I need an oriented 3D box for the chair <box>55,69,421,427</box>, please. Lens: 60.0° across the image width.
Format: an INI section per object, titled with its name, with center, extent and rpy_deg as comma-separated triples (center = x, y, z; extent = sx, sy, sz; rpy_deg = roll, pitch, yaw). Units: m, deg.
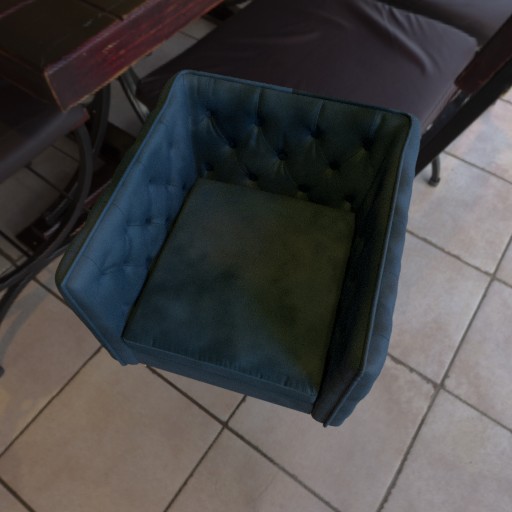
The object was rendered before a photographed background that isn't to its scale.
[chair]
center = 0.000, 0.000, 1.542
extent = 0.868, 0.771, 0.877
rpy_deg = 14, 60, 9
